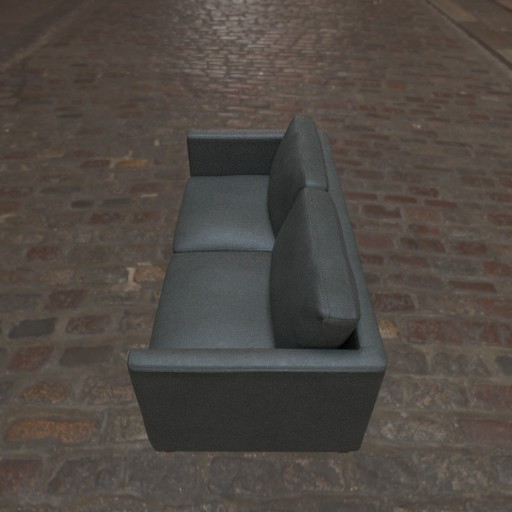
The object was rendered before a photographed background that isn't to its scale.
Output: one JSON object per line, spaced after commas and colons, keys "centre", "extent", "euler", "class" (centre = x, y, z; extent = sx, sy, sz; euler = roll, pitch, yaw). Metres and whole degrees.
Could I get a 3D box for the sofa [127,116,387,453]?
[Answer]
{"centre": [0.000, 0.000, 2.424], "extent": [0.951, 0.933, 1.883], "euler": [0, 41, 0], "class": "sofa"}
